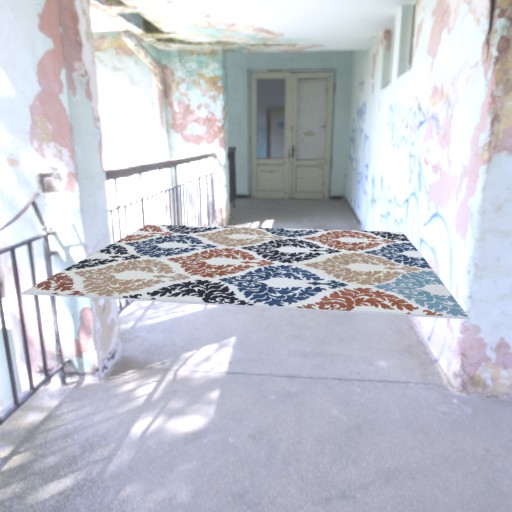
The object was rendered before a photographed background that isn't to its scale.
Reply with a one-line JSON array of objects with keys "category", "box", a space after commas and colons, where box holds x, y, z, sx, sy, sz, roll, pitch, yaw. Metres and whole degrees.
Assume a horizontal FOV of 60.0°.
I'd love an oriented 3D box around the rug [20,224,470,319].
[{"category": "rug", "box": [0.000, 0.000, 4.086, 3.040, 0.014, 2.423, 2, 16, 8]}]
